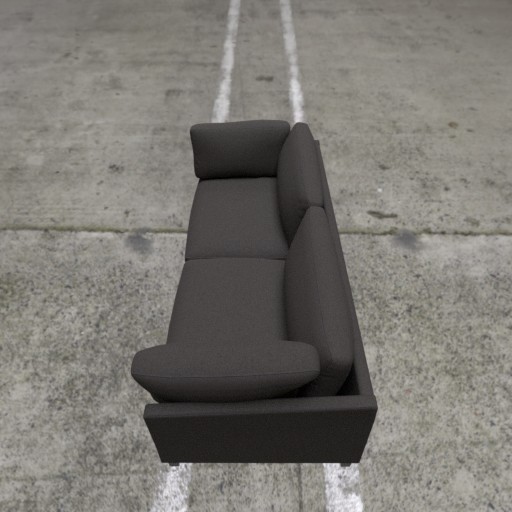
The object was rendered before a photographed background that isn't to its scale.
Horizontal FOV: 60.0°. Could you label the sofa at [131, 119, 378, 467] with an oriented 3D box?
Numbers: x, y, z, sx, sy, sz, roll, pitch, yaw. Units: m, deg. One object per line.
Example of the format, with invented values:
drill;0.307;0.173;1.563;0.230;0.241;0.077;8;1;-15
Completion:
sofa;0.000;0.000;2.703;0.969;0.792;2.312;0;42;0
